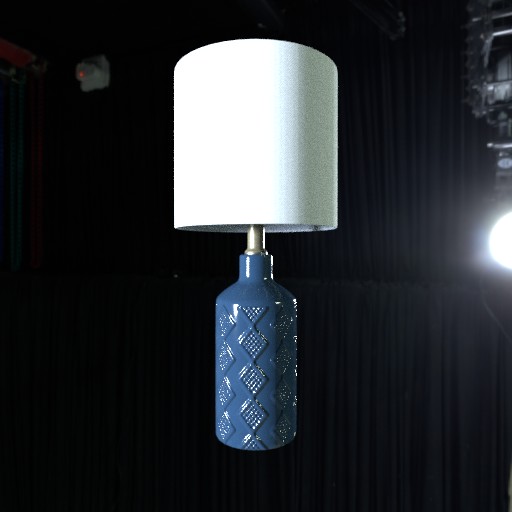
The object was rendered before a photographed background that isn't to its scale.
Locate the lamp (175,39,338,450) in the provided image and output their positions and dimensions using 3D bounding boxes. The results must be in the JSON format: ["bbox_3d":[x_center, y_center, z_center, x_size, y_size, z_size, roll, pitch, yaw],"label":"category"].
[{"bbox_3d":[0.000,0.000,0.574,0.207,0.461,0.207,0,1,19],"label":"lamp"}]
